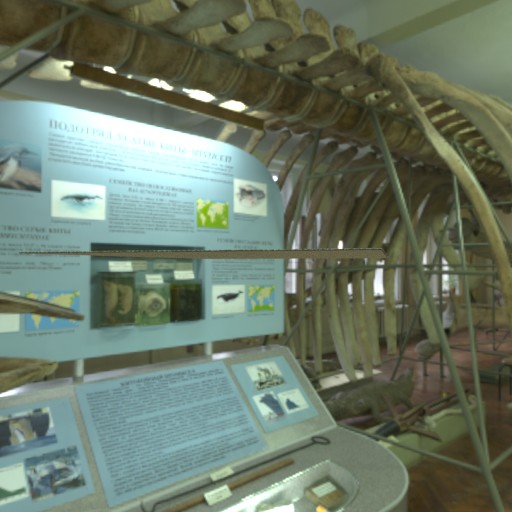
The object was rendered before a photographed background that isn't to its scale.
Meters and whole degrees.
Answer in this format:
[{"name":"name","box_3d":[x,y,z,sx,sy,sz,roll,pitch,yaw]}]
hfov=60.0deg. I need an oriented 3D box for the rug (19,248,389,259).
[{"name":"rug","box_3d":[0.000,0.000,5.100,2.894,0.011,3.957,0,-1,17]}]
